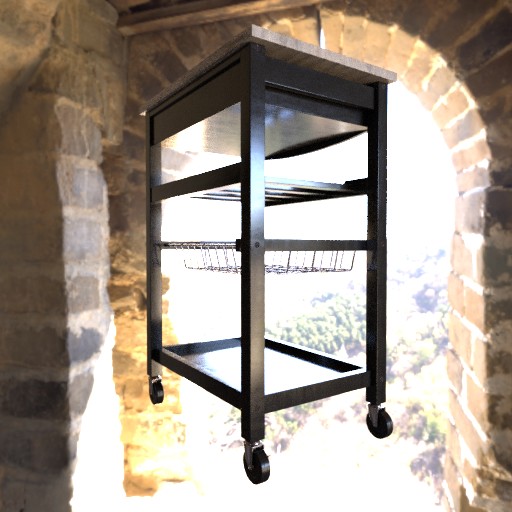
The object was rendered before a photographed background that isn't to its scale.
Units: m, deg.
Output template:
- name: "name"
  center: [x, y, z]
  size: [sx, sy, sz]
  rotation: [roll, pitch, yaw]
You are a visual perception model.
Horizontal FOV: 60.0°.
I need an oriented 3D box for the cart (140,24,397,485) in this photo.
- name: "cart"
  center: [0.000, 0.000, 1.141]
  size: [0.403, 0.839, 0.584]
  rotation: [-1, 2, -34]
